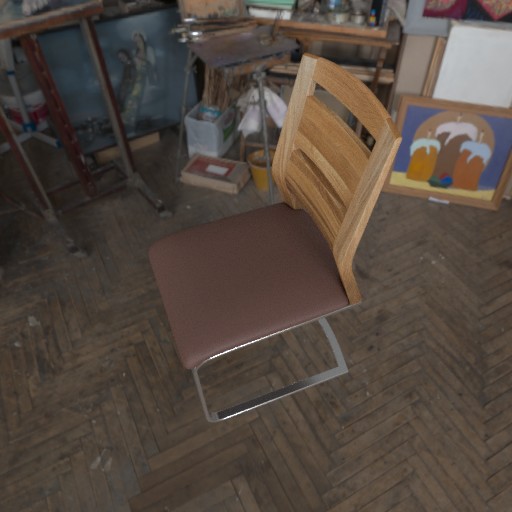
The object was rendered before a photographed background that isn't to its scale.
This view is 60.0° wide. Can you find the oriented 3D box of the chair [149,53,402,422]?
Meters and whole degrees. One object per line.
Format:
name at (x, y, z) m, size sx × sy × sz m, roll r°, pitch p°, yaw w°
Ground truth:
chair at (0.000, 0.000, 1.279) m, size 0.570 × 0.970 × 0.460 m, roll -16°, pitch 49°, yaw -14°
